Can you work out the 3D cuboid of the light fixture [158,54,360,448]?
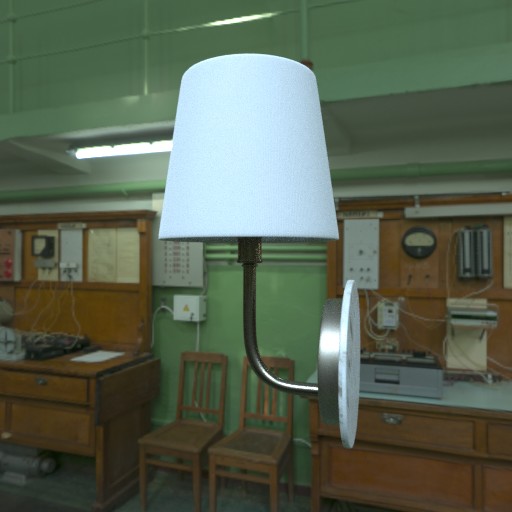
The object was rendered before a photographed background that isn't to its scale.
[{"bbox_3d":[0.000,0.000,0.429,0.188,0.337,0.168,0,0,17],"label":"light fixture"}]
